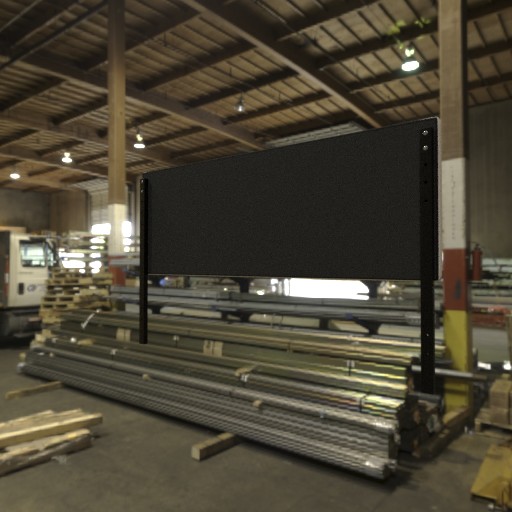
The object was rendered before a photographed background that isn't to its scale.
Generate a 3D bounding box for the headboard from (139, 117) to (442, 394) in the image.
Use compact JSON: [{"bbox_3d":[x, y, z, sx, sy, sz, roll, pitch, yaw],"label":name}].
[{"bbox_3d":[0.000,0.000,2.968,2.362,1.410,0.120,-1,-1,37],"label":"headboard"}]
